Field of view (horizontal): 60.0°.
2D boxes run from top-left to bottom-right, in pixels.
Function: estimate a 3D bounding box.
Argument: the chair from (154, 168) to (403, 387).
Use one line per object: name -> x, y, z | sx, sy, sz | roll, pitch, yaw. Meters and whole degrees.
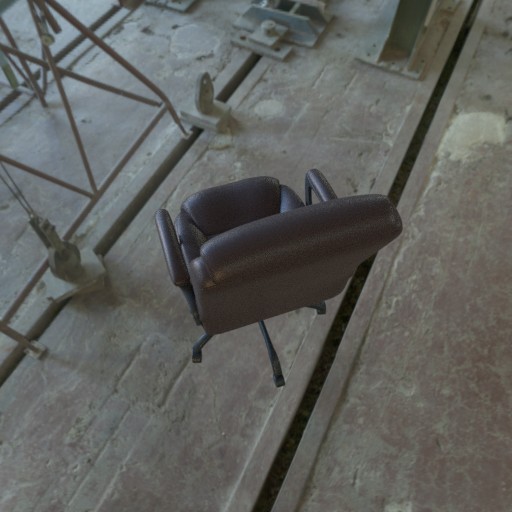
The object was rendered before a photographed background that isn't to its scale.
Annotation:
chair -> 0.000, 0.000, 1.474 | 0.615, 1.072, 0.655 | -16, 60, -10
